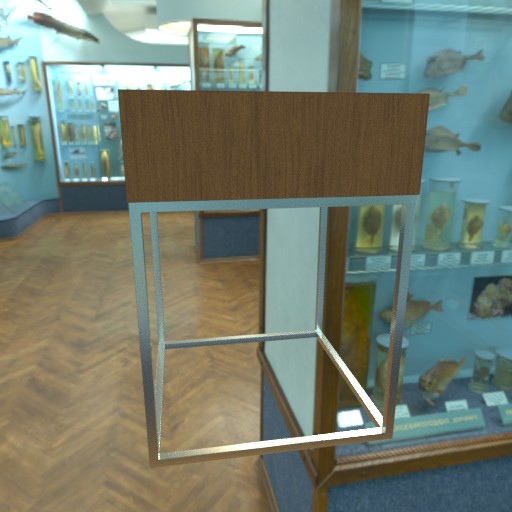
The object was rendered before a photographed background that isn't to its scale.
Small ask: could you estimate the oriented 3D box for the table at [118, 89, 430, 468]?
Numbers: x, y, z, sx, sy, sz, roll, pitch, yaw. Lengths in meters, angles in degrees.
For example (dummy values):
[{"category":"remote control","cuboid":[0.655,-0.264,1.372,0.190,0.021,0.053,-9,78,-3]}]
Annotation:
[{"category":"table","cuboid":[0.000,0.000,0.815,0.398,0.540,0.397,-3,16,-9]}]
